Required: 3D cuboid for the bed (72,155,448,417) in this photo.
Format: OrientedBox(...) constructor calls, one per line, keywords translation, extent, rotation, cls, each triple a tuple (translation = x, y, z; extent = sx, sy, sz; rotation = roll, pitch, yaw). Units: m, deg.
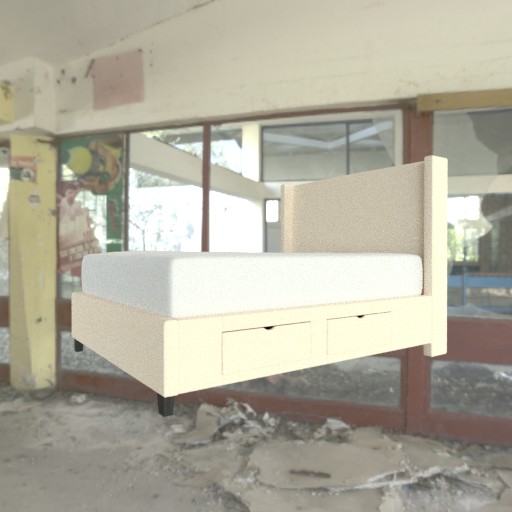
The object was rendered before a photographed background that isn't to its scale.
OrientedBox(translation=(0.000, 0.000, 3.384), extent=(2.280, 1.471, 1.765), rotation=(0, 1, -35), cls="bed")
